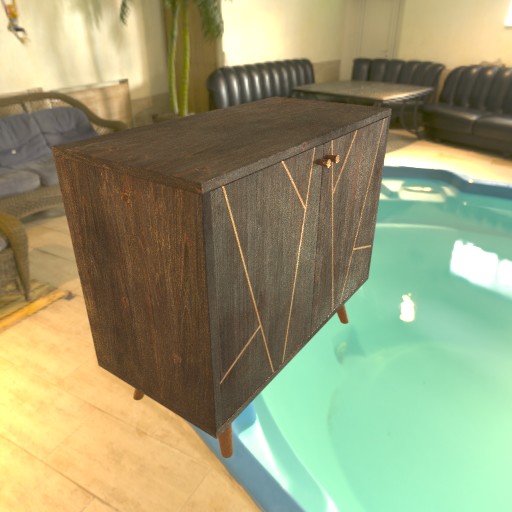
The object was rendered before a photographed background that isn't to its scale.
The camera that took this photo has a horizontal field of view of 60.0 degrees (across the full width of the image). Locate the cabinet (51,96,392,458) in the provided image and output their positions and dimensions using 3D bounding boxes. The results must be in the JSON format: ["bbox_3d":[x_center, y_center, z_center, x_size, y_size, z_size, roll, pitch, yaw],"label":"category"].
[{"bbox_3d":[0.000,0.000,1.546,0.529,0.897,1.023,18,33,31],"label":"cabinet"}]
